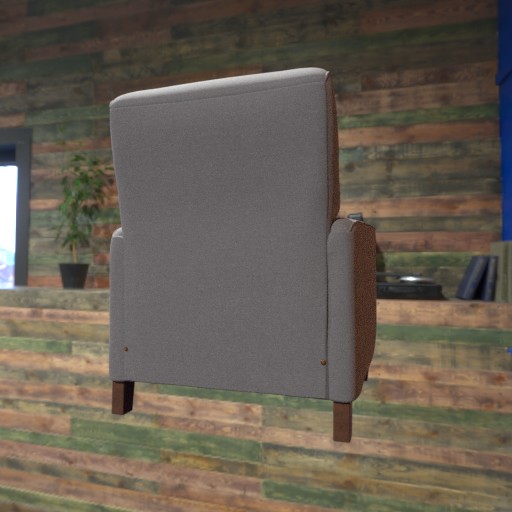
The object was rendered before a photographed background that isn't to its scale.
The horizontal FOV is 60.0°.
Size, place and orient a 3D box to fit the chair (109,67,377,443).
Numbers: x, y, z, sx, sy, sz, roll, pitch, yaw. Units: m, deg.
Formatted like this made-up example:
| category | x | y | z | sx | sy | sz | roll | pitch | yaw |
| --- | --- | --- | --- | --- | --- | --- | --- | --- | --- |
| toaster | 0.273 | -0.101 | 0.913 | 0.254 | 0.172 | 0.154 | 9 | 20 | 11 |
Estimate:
| category | x | y | z | sx | sy | sz | roll | pitch | yaw |
| --- | --- | --- | --- | --- | --- | --- | --- | --- | --- |
| chair | 0.000 | 0.000 | 1.637 | 0.845 | 1.023 | 0.859 | 0 | -1 | 18 |
